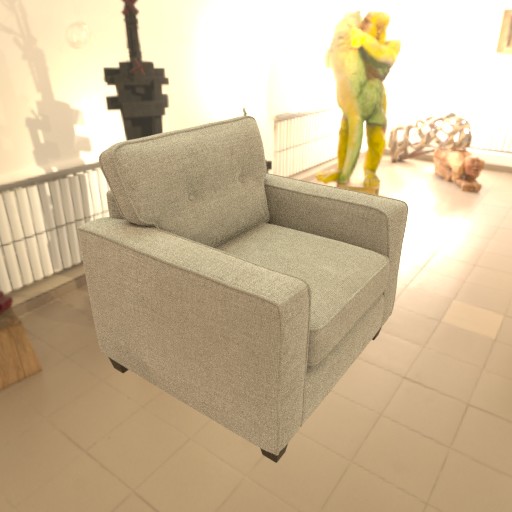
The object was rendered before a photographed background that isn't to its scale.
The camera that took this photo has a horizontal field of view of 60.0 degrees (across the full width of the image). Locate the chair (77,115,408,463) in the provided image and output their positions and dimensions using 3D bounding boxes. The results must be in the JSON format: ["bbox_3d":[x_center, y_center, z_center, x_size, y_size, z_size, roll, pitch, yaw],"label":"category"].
[{"bbox_3d":[0.000,0.000,1.811,0.939,0.965,1.015,18,31,32],"label":"chair"}]
